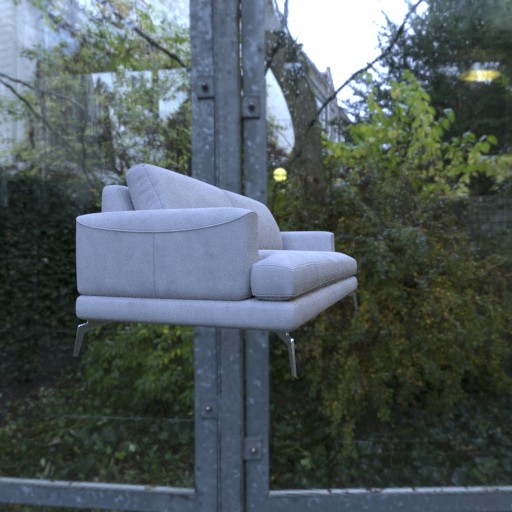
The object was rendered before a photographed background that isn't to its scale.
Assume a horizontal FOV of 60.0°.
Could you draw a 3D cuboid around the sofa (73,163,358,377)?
[{"bbox_3d":[0.000,0.000,2.632,0.980,0.830,2.013,0,0,19],"label":"sofa"}]
